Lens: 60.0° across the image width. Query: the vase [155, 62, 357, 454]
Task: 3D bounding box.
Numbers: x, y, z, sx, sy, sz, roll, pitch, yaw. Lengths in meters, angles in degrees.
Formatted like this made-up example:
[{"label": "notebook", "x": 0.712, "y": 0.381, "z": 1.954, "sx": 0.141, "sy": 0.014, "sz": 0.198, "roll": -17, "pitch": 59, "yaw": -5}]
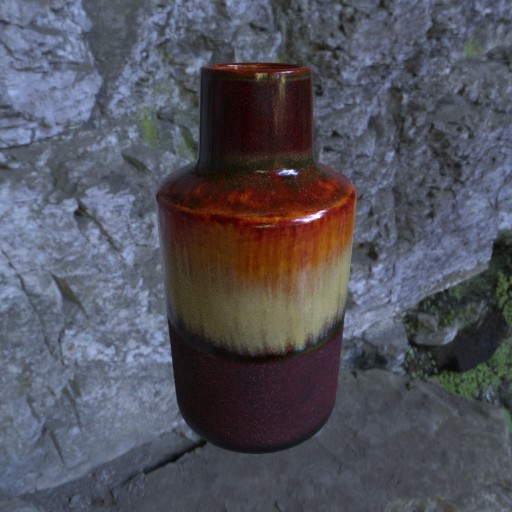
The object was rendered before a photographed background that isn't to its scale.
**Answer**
[{"label": "vase", "x": 0.000, "y": 0.000, "z": 0.258, "sx": 0.108, "sy": 0.204, "sz": 0.108, "roll": 0, "pitch": 27, "yaw": 0}]
